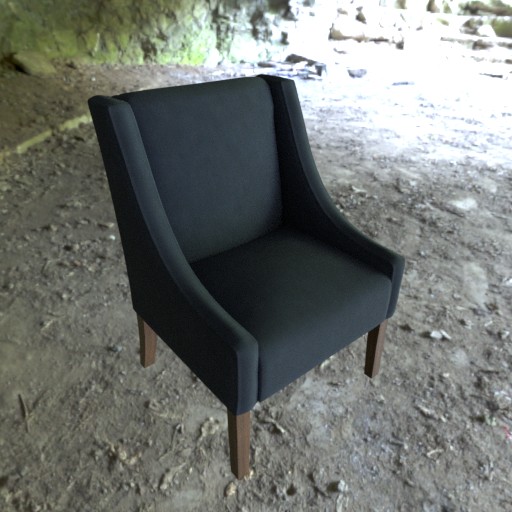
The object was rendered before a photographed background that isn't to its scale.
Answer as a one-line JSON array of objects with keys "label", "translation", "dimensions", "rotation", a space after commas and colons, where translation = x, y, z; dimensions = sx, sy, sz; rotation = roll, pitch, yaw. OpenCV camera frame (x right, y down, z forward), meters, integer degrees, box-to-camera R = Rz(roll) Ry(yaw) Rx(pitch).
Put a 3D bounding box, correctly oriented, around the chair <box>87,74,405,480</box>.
[{"label": "chair", "translation": [0.000, 0.000, 1.301], "dimensions": [0.629, 0.895, 0.629], "rotation": [-23, 37, -33]}]
